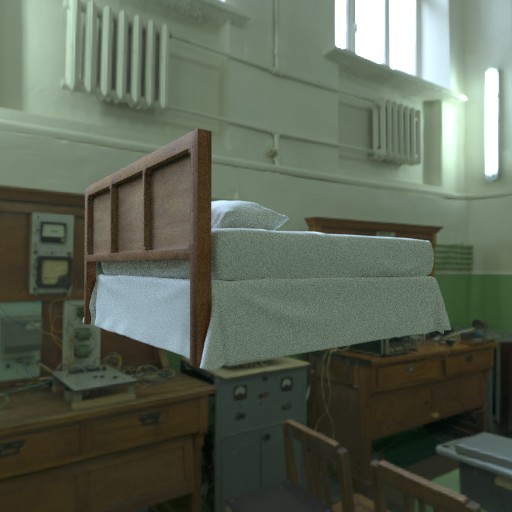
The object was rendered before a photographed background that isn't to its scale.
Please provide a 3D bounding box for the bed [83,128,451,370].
[{"bbox_3d":[0.000,0.000,3.550,2.165,1.158,2.255,1,-2,-36],"label":"bed"}]
